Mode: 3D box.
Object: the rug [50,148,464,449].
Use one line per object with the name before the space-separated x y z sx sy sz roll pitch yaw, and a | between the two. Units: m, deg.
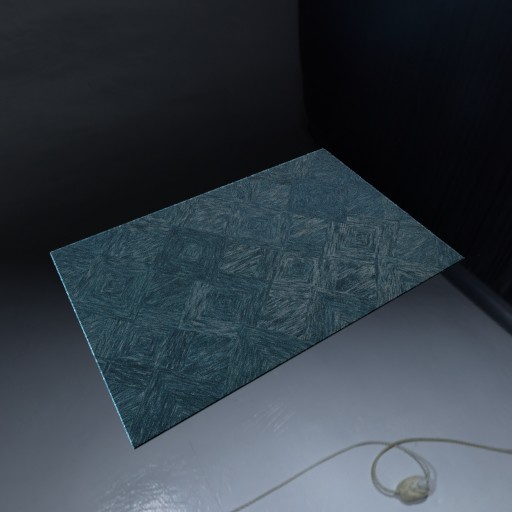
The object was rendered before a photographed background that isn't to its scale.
rug | 0.000 0.000 2.910 2.277 0.015 1.490 -25 52 -21
